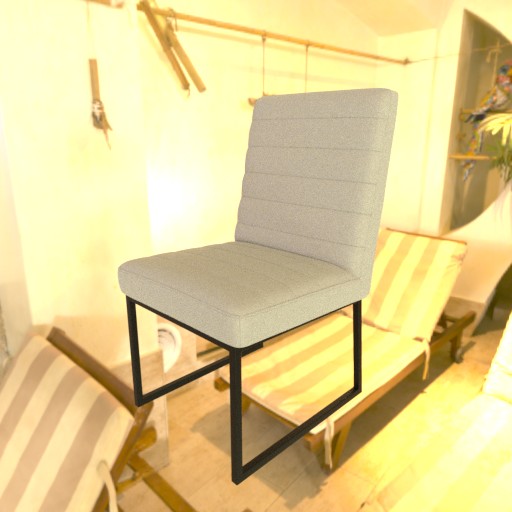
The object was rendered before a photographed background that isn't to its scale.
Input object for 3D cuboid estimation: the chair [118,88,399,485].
[{"bbox_3d":[0.000,0.000,1.293,0.520,0.930,0.634,15,22,43],"label":"chair"}]
